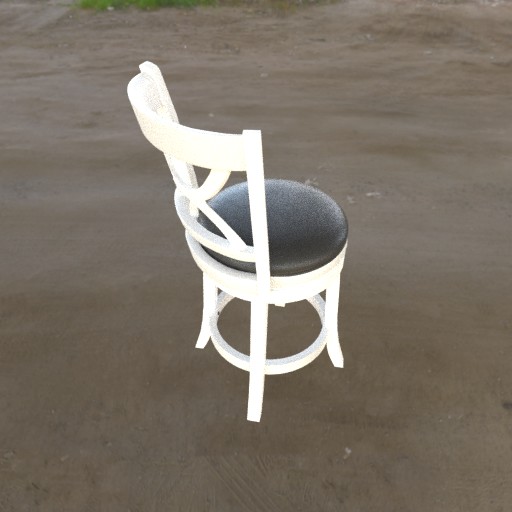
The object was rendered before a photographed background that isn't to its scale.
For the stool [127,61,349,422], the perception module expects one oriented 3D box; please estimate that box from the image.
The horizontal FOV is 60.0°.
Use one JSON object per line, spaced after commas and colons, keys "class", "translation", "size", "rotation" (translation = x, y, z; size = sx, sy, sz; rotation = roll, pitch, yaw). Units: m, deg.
{"class": "stool", "translation": [0.000, 0.000, 1.207], "size": [0.508, 0.953, 0.444], "rotation": [-24, 46, -26]}
